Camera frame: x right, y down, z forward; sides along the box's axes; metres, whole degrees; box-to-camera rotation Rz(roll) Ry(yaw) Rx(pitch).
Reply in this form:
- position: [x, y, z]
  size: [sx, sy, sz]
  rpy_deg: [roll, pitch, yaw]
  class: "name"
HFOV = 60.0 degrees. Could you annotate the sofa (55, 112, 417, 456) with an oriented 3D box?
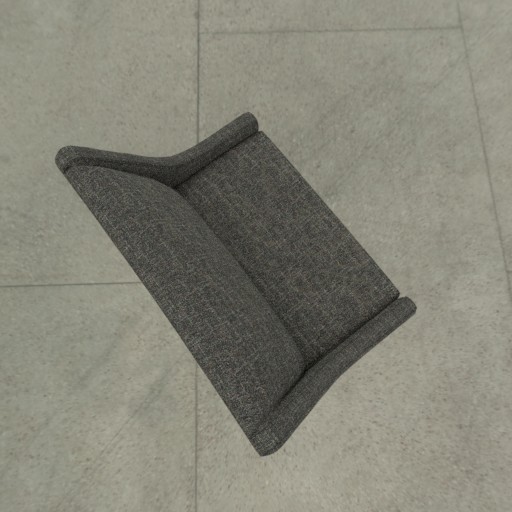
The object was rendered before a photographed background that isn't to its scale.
- position: [0.000, 0.000, 1.942]
  size: [0.870, 1.021, 1.242]
  rpy_deg: [-36, 78, -9]
  class: "sofa"
